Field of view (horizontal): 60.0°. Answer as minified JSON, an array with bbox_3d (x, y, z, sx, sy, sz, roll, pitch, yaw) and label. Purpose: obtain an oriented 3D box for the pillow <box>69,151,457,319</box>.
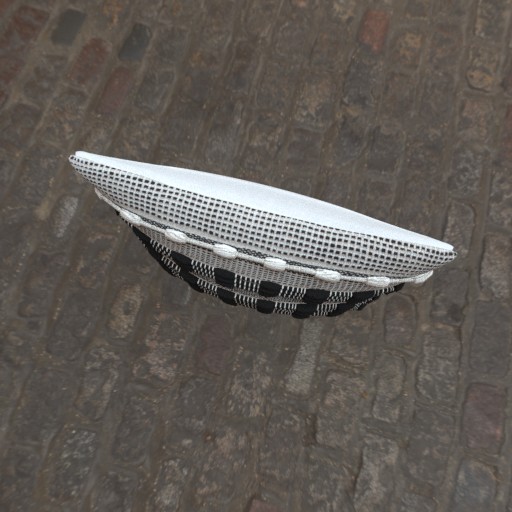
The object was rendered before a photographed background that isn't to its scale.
[{"bbox_3d":[0.000,0.000,0.683,0.436,0.438,0.156,15,77,3],"label":"pillow"}]
